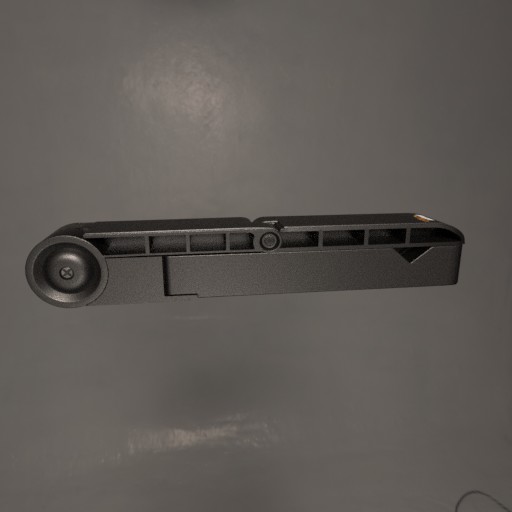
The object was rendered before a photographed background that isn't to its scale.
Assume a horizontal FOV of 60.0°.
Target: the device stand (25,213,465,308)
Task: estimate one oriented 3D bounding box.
[{"bbox_3d":[0.000,0.000,0.190,0.179,0.030,0.026,-2,16,-8],"label":"device stand"}]
